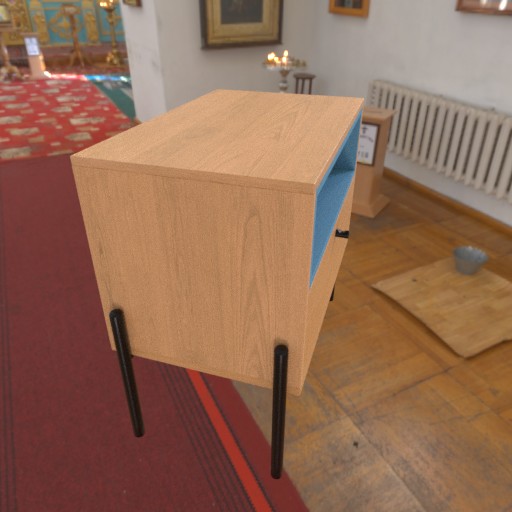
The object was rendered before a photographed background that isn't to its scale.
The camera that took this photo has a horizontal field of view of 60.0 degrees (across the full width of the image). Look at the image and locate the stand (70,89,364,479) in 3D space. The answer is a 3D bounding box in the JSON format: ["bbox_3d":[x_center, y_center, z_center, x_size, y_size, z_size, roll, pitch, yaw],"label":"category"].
[{"bbox_3d":[0.000,0.000,1.002,0.400,0.600,0.630,9,32,15],"label":"stand"}]
